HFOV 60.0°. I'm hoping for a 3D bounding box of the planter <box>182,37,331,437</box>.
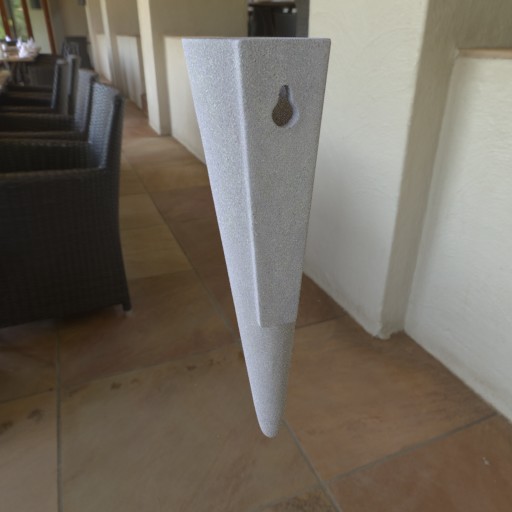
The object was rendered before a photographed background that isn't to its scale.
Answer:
[{"bbox_3d":[0.000,0.000,0.293,0.078,0.259,0.087,-9,28,-17],"label":"planter"}]
